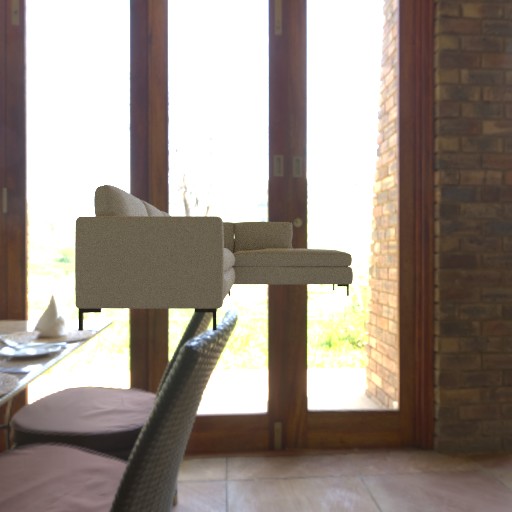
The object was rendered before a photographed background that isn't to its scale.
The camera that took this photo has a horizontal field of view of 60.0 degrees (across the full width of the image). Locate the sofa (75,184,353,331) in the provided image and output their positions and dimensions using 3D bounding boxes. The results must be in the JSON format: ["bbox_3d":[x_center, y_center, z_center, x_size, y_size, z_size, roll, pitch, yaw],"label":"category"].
[{"bbox_3d":[0.000,0.000,3.838,2.007,0.815,2.949,0,0,-1],"label":"sofa"}]
